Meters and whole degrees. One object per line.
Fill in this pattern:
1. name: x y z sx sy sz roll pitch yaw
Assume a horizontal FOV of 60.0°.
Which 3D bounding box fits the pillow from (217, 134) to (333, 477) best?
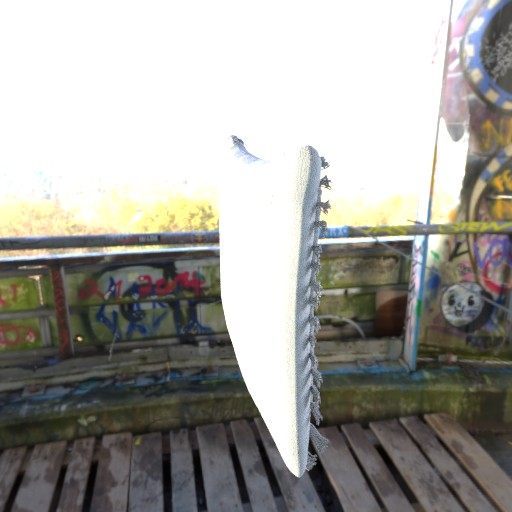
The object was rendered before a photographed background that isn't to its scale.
1. pillow: 0.000 0.000 0.585 0.084 0.305 0.466 -3 16 -10
